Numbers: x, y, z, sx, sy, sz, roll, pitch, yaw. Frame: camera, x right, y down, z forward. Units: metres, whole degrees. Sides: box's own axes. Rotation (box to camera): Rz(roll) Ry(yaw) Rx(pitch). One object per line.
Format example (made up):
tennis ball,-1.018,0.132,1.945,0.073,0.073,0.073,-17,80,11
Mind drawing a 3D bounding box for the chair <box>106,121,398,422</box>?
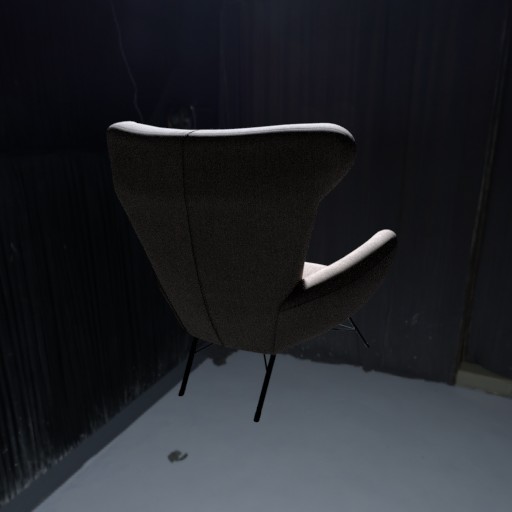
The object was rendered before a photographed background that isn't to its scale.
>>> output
chair,0.000,0.000,1.791,0.980,1.040,0.900,8,18,26
